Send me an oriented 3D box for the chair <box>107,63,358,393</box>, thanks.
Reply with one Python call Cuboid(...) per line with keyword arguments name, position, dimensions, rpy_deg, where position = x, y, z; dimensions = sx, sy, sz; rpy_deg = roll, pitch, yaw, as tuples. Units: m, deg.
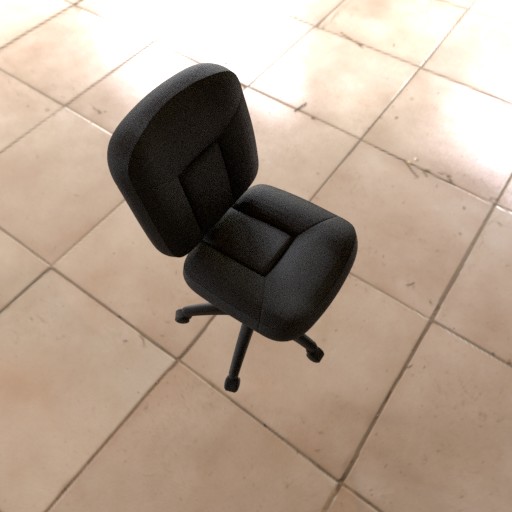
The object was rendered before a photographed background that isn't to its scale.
Cuboid(name="chair", position=(0.000, 0.000, 1.373), dimensions=(0.610, 0.972, 0.610), rpy_deg=(31, 64, 17))
